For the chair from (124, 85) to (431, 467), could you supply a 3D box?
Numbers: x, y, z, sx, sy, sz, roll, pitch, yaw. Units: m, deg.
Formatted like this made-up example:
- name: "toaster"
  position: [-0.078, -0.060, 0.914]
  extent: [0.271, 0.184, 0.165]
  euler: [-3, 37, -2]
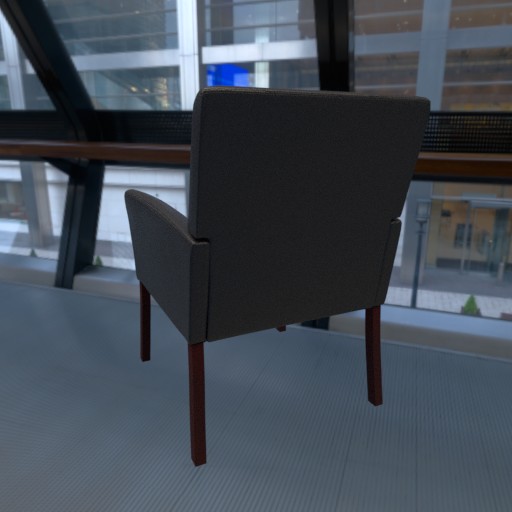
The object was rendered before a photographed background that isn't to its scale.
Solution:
- name: "chair"
  position: [0.000, 0.000, 1.444]
  extent: [0.683, 0.951, 0.772]
  euler: [-7, 17, -25]
